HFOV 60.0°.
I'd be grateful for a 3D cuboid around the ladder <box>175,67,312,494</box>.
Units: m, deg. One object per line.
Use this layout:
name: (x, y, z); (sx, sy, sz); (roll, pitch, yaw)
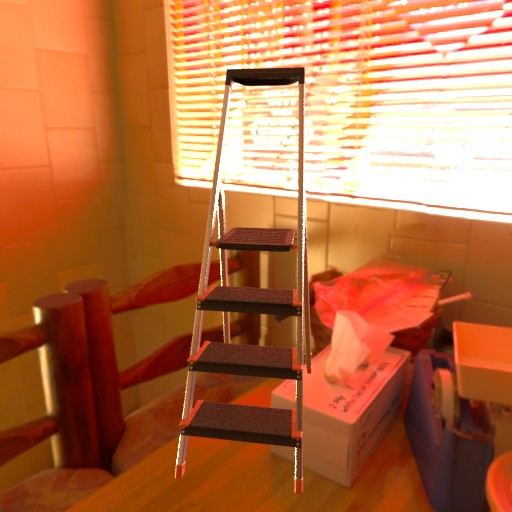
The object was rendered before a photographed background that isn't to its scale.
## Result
ladder: (0.000, 0.000, 1.740); (0.452, 1.429, 0.834); (2, 16, 9)
